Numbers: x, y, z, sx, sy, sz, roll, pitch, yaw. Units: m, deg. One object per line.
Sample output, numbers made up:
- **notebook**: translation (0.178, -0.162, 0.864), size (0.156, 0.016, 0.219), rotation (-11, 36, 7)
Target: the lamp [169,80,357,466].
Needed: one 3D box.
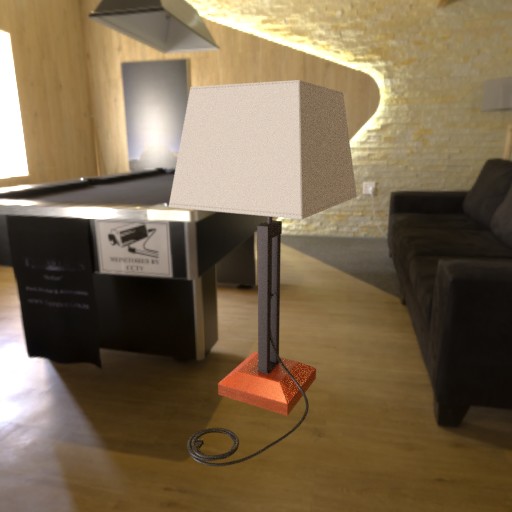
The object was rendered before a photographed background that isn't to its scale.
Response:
- **lamp**: translation (0.000, 0.000, 1.000), size (0.310, 0.737, 0.498), rotation (8, 17, 27)
